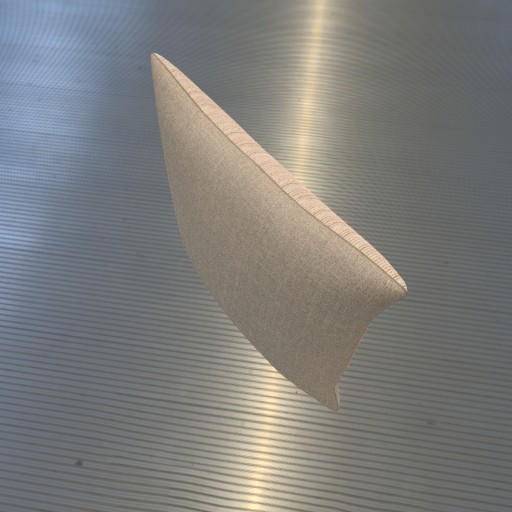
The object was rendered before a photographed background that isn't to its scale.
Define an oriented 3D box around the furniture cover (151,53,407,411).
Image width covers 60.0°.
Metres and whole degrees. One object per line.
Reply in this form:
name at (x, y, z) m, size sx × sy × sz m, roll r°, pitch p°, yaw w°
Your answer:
furniture cover at (0.000, 0.000, 0.761) m, size 0.178 × 0.506 × 0.512 m, roll -33°, pitch 63°, yaw -19°
